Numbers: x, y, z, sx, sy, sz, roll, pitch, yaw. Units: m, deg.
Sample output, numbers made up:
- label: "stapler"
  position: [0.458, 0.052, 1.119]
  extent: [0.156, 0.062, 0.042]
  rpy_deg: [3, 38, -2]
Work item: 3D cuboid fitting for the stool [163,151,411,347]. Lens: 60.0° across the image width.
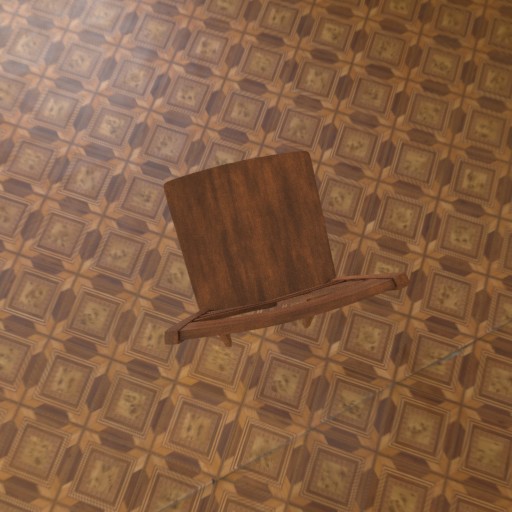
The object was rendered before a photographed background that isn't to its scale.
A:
- label: "stool"
  position: [0.000, 0.000, 1.326]
  extent: [0.426, 1.098, 0.504]
  rpy_deg: [-13, 77, -3]
